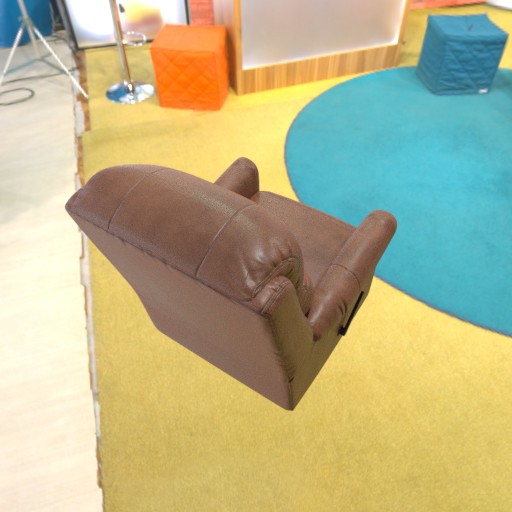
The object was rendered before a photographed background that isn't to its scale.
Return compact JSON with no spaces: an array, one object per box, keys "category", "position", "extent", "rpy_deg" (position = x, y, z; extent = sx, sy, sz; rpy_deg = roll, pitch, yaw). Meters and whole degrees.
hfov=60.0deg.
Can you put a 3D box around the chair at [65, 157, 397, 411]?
[{"category":"chair","position":[0.000,0.000,1.794],"extent":[0.838,1.054,1.014],"rpy_deg":[26,51,23]}]
